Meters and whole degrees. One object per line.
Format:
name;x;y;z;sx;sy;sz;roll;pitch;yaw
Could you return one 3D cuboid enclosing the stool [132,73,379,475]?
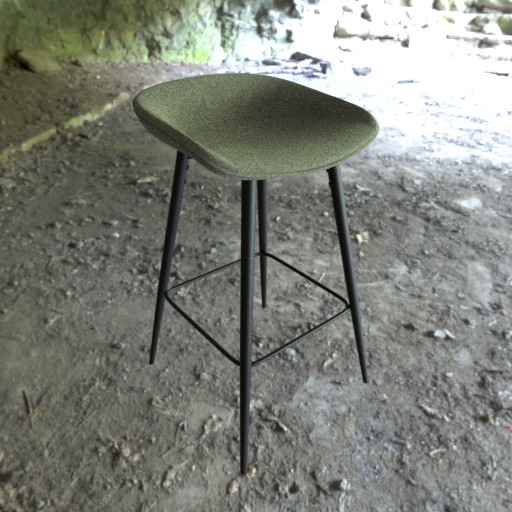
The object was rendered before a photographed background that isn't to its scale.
stool;0.000;0.000;1.126;0.469;0.814;0.480;-23;37;-33
